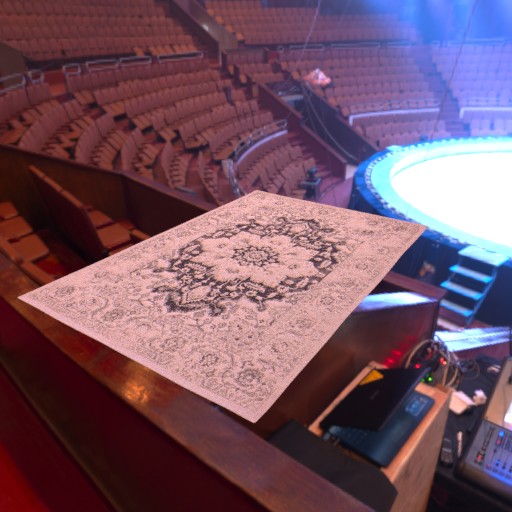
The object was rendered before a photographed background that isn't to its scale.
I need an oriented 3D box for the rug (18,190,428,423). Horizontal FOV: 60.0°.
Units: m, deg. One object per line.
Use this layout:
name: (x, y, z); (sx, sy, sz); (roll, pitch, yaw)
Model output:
rug: (0.000, 0.000, 2.238); (1.223, 0.008, 1.813); (17, 30, 30)
